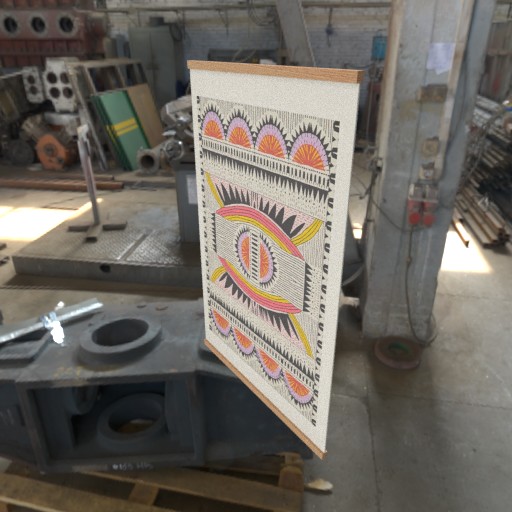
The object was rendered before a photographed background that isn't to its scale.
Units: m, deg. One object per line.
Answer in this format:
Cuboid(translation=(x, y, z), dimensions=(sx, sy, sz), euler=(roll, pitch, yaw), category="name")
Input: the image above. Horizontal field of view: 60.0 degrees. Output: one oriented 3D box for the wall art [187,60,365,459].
Cuboid(translation=(0.000, 0.000, 1.931), dimensions=(0.028, 1.533, 0.999), euler=(-17, 31, -32), category="wall art")
